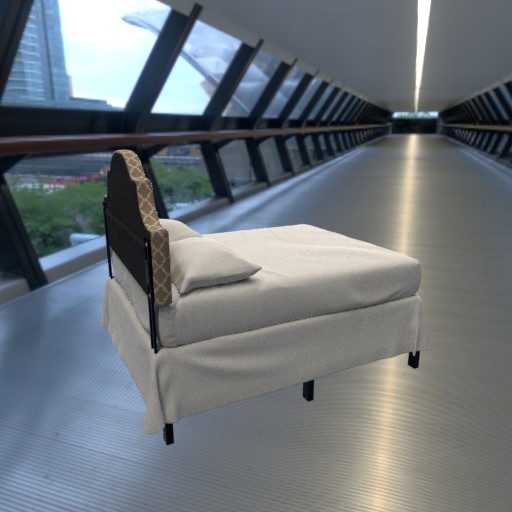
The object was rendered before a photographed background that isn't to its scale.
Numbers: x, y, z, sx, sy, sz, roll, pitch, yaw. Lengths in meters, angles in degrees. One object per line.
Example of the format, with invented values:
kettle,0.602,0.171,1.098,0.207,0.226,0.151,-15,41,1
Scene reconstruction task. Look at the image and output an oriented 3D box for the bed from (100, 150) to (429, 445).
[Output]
bed,0.000,0.000,3.442,2.222,1.633,1.780,-8,17,-26
